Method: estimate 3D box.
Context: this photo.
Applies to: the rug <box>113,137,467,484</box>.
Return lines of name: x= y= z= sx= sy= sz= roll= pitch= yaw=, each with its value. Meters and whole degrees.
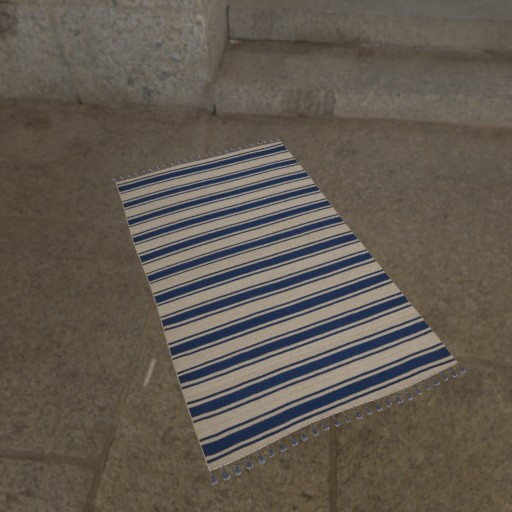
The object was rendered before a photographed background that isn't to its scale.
rug: x=0.000 y=0.000 z=2.535 sx=1.248 sy=0.009 sz=2.108 roll=-17 pitch=50 yaw=-15
